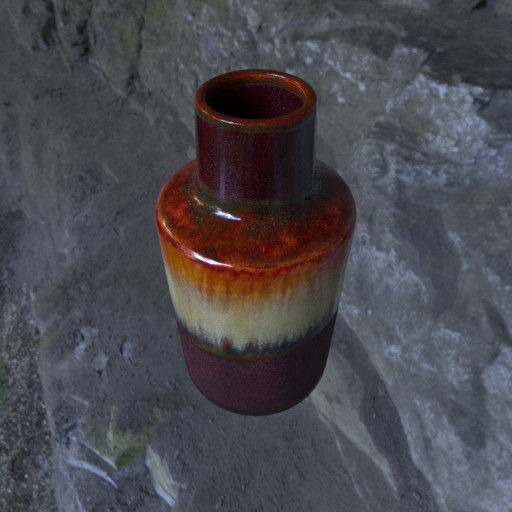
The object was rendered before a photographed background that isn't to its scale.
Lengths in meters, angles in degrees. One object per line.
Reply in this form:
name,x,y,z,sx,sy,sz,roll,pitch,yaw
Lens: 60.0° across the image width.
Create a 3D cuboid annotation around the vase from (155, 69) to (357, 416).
vase,0.000,0.000,0.267,0.108,0.204,0.108,0,45,0
